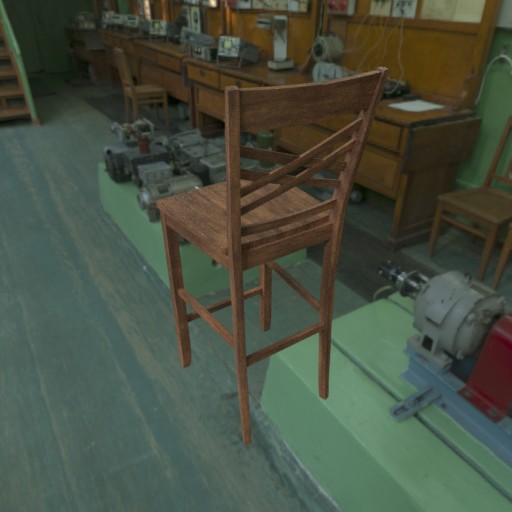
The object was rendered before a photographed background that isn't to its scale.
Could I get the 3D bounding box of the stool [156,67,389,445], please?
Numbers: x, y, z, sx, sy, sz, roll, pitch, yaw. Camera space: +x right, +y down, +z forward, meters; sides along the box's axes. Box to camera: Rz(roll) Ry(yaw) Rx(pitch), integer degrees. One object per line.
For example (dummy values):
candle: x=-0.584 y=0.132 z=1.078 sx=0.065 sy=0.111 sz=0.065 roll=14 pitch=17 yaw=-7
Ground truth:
stool: x=0.000 y=0.000 z=1.369 sx=0.433 sy=1.105 sz=0.487 roll=-19 pitch=36 yaw=-28
